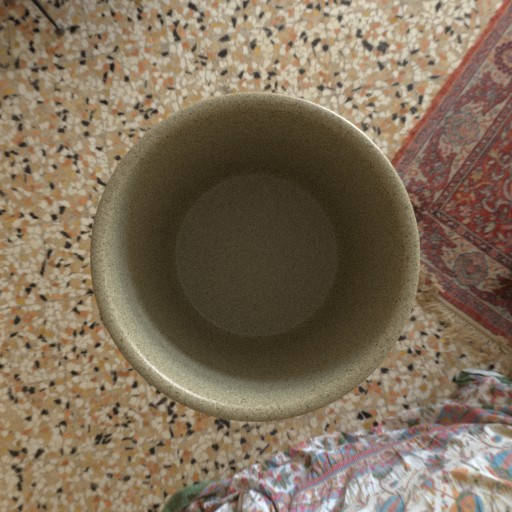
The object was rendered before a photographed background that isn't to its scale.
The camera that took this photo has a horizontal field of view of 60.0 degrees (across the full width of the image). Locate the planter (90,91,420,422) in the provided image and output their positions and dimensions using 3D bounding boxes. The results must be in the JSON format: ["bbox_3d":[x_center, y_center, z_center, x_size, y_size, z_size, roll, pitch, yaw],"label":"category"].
[{"bbox_3d":[0.000,0.000,0.353,0.191,0.200,0.191,0,90,0],"label":"planter"}]
